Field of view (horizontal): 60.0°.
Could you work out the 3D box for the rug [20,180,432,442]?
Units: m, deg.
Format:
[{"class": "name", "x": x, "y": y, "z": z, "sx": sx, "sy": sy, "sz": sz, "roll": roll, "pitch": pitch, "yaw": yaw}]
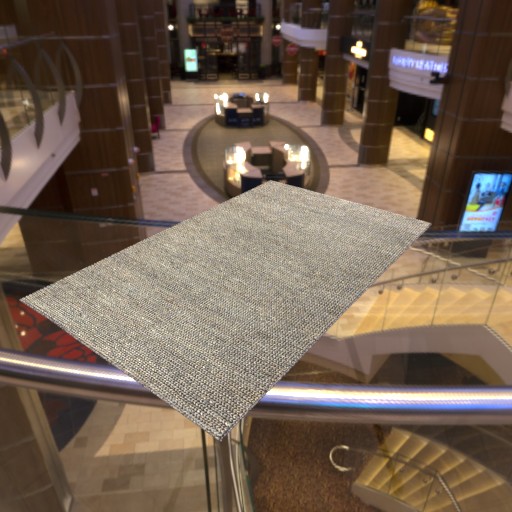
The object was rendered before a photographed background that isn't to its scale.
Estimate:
[{"class": "rug", "x": 0.000, "y": 0.000, "z": 2.965, "sx": 1.538, "sy": 0.021, "sz": 2.443, "roll": 21, "pitch": 36, "yaw": 32}]
